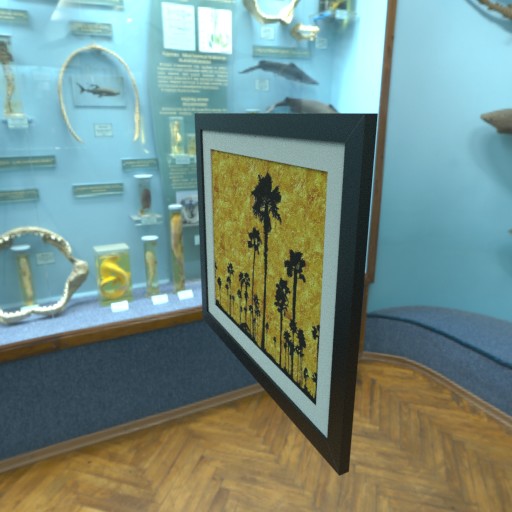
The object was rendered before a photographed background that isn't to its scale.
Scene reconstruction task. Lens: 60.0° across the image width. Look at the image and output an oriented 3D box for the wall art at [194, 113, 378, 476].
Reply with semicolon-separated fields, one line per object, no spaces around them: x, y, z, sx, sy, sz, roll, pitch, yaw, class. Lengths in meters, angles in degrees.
0.000;0.000;0.540;0.012;0.332;0.383;-9;20;-25;wall art
